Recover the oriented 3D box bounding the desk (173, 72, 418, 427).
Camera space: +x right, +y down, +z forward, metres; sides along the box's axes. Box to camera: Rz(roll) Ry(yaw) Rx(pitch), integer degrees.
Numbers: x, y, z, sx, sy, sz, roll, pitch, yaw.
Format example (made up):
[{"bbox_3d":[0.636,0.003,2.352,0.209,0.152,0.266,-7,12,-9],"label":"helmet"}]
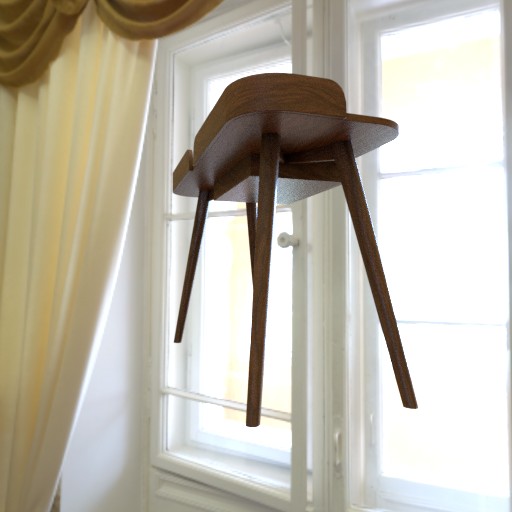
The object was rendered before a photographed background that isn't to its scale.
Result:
[{"bbox_3d":[0.000,0.000,1.642,0.486,0.800,1.256,1,-2,-18],"label":"desk"}]
